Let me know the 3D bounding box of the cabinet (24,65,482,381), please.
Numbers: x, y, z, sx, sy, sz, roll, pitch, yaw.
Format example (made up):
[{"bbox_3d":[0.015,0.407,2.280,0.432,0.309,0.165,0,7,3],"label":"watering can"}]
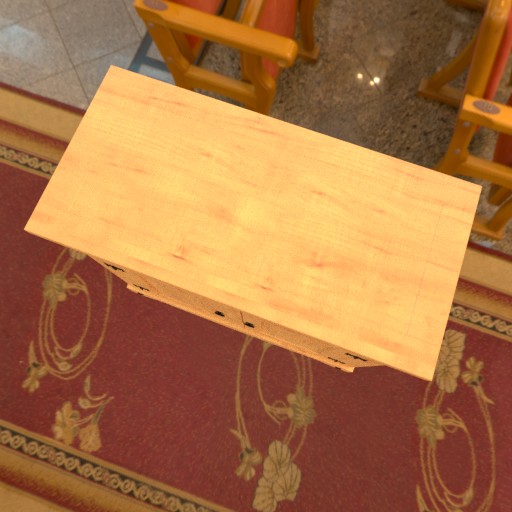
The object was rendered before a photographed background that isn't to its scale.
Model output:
[{"bbox_3d":[0.000,0.000,1.390,0.920,0.840,0.450,20,76,5],"label":"cabinet"}]
